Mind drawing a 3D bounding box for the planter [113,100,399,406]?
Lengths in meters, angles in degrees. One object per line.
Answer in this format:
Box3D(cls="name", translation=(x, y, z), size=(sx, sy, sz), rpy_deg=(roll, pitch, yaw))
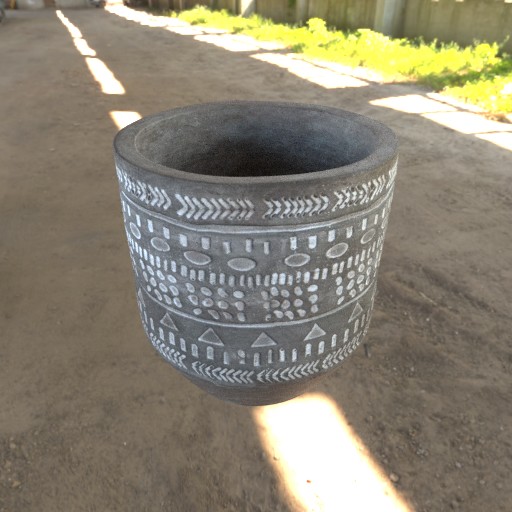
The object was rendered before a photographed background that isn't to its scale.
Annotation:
Box3D(cls="planter", translation=(0.000, 0.000, 0.226), size=(0.122, 0.128, 0.122), rpy_deg=(0, 32, 0))
